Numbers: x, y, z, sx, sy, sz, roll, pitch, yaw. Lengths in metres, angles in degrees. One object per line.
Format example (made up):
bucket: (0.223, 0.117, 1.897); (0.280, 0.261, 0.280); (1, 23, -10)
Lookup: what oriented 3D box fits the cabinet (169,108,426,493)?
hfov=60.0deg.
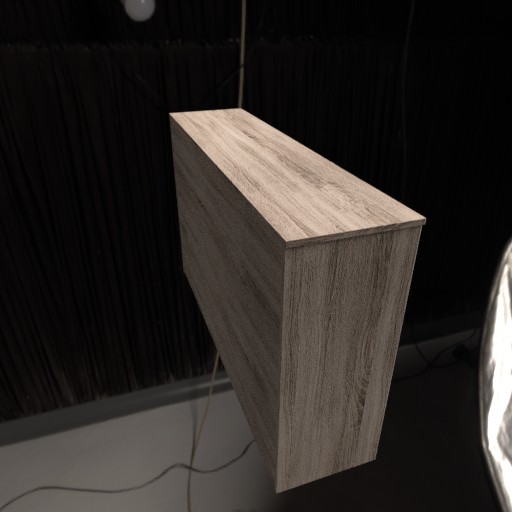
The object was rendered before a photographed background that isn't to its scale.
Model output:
cabinet: (0.000, 0.000, 1.833); (0.380, 0.900, 1.450); (-10, 31, -17)
